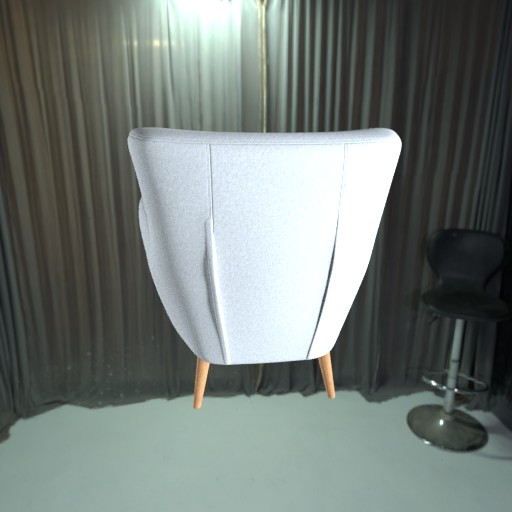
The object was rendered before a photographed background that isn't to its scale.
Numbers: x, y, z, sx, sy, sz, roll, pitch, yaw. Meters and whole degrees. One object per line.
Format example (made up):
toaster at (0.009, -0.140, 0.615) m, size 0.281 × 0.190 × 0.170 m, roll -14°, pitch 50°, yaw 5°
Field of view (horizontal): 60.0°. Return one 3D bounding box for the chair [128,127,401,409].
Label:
chair at (0.000, 0.000, 1.618) m, size 0.890 × 0.889 × 0.889 m, roll -2°, pitch 15°, yaw -7°
